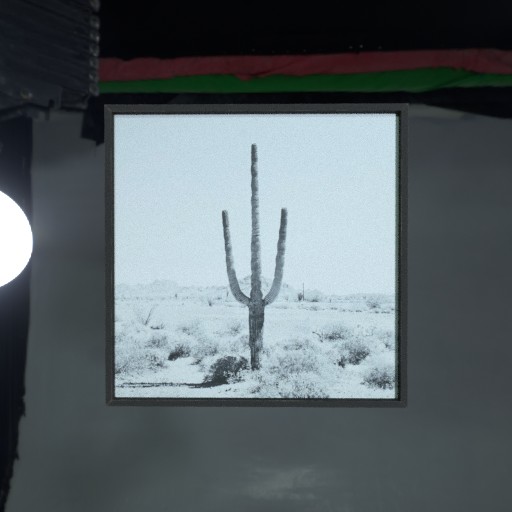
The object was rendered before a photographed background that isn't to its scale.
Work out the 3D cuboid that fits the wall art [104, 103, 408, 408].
[{"bbox_3d":[0.000,0.000,0.465,0.305,0.305,0.038,0,1,1],"label":"wall art"}]
